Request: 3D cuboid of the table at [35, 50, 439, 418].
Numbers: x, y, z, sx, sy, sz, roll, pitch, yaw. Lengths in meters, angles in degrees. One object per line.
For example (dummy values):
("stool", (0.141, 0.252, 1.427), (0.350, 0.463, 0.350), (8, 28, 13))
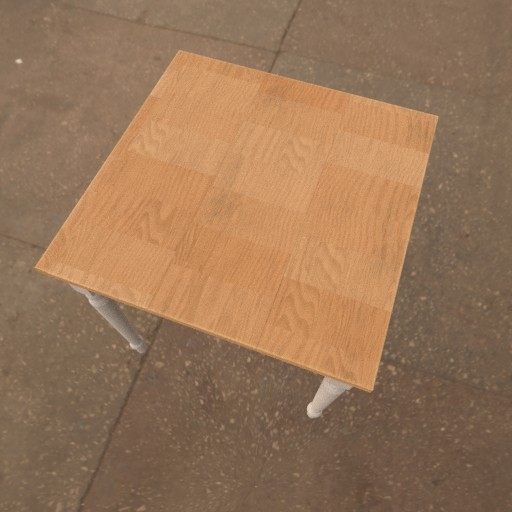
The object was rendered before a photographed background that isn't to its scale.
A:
("table", (0.000, 0.000, 1.386), (0.747, 0.738, 0.747), (18, 64, 9))
